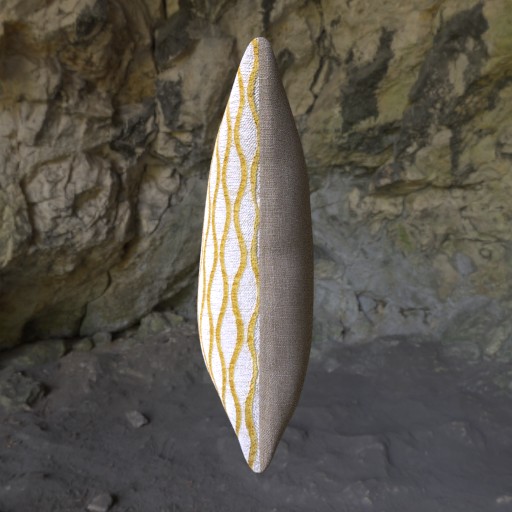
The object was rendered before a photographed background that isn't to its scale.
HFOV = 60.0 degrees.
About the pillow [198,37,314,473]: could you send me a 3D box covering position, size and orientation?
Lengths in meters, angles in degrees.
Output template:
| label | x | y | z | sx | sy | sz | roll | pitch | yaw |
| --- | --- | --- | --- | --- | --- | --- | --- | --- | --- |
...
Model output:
| label | x | y | z | sx | sy | sz | roll | pitch | yaw |
| --- | --- | --- | --- | --- | --- | --- | --- | --- | --- |
| pillow | 0.000 | 0.000 | 0.647 | 0.159 | 0.436 | 0.429 | 0 | 0 | 0 |
